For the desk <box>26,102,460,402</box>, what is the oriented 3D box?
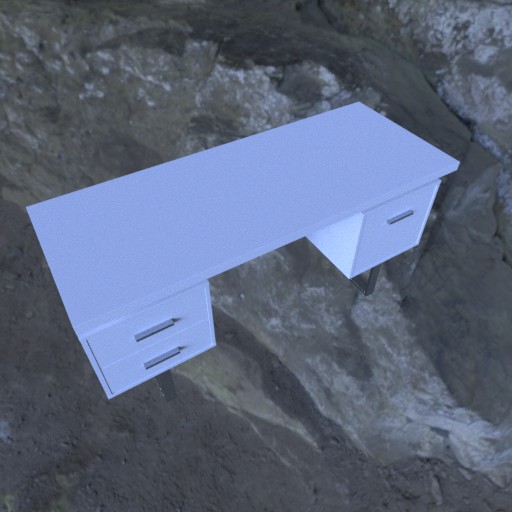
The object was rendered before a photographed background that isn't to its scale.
[{"bbox_3d":[0.000,0.000,1.929,1.530,0.773,0.603,-24,50,-22],"label":"desk"}]
